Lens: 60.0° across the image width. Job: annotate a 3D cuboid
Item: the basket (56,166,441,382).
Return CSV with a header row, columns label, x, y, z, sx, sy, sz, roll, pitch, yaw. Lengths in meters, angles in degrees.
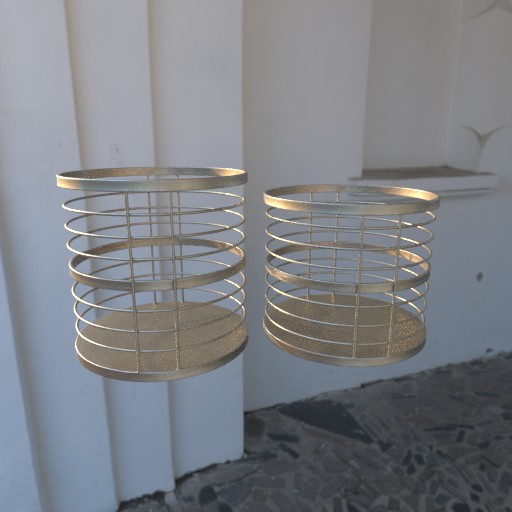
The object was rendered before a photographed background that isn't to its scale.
label,x,y,z,sx,sy,sz,roll,pitch,yaw
basket,0.000,0.000,0.929,0.746,0.351,0.356,-2,15,-8
